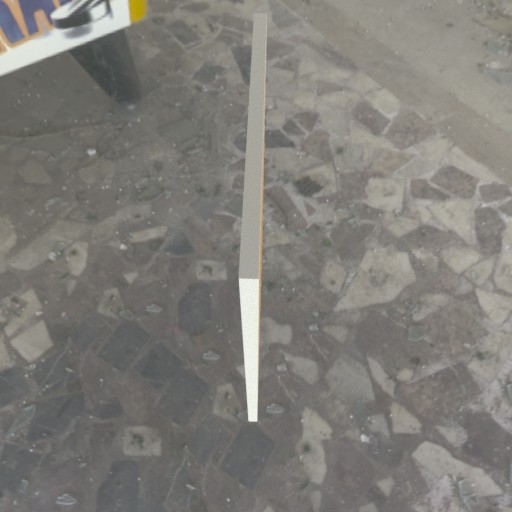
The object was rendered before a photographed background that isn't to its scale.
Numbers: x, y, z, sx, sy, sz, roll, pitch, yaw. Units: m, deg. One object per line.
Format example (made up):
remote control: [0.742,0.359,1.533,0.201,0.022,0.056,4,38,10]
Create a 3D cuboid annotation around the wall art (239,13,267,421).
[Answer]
wall art: [0.000,0.000,0.547,0.013,0.433,0.303,1,58,1]
